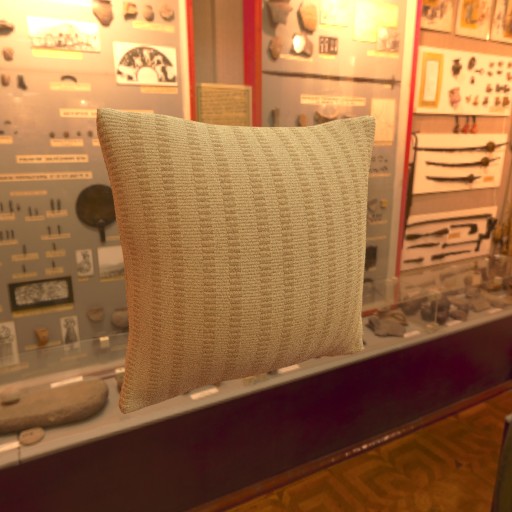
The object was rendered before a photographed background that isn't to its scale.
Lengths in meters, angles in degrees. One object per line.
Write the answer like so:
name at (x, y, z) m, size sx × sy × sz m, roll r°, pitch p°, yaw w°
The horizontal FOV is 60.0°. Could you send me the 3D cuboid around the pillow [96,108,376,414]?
pillow at (0.000, 0.000, 0.677) m, size 0.438 × 0.419 × 0.247 m, roll -7°, pitch 16°, yaw -26°
